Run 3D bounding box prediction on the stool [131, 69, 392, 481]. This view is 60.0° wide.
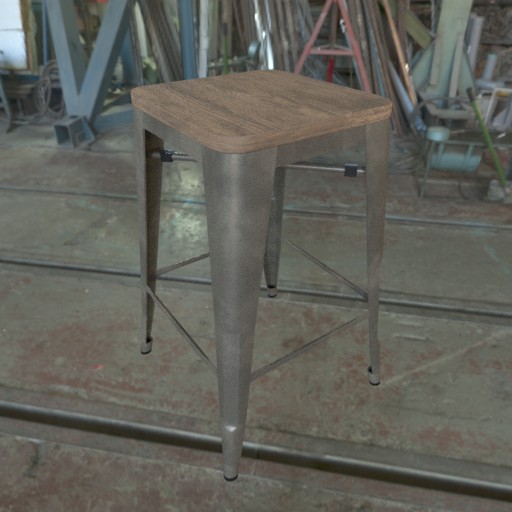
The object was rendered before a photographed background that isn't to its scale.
[{"bbox_3d":[0.000,0.000,0.866,0.407,0.607,0.407,-21,38,-29],"label":"stool"}]
